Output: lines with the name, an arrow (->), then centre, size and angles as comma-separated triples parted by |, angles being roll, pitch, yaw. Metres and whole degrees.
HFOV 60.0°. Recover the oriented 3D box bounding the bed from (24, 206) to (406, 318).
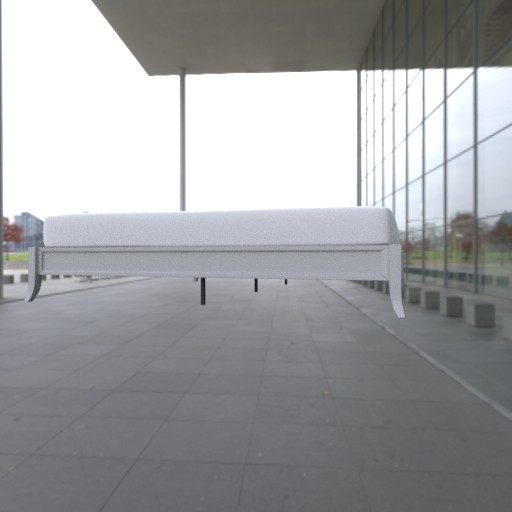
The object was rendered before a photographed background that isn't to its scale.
bed -> 0.000, 0.000, 3.134 | 2.007, 0.510, 2.108 | 0, 0, 19
